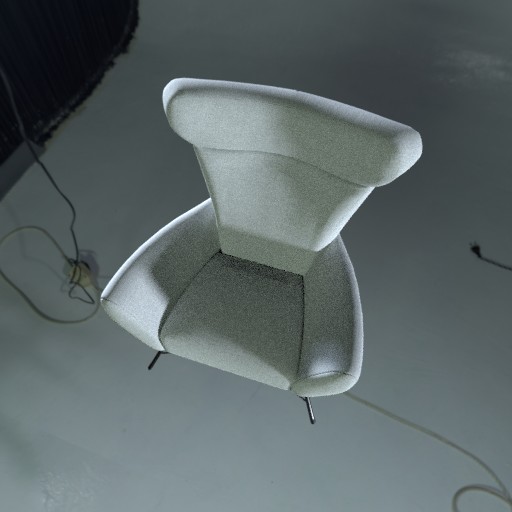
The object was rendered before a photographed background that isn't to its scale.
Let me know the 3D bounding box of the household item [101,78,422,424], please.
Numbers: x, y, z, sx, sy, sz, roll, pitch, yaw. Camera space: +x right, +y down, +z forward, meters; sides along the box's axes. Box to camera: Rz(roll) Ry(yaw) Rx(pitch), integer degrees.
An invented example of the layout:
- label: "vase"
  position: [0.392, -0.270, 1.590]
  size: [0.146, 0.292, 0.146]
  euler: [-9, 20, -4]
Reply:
- label: "household item"
  position: [0.000, 0.000, 1.798]
  size: [0.980, 1.050, 0.900]
  euler: [15, 60, 9]
